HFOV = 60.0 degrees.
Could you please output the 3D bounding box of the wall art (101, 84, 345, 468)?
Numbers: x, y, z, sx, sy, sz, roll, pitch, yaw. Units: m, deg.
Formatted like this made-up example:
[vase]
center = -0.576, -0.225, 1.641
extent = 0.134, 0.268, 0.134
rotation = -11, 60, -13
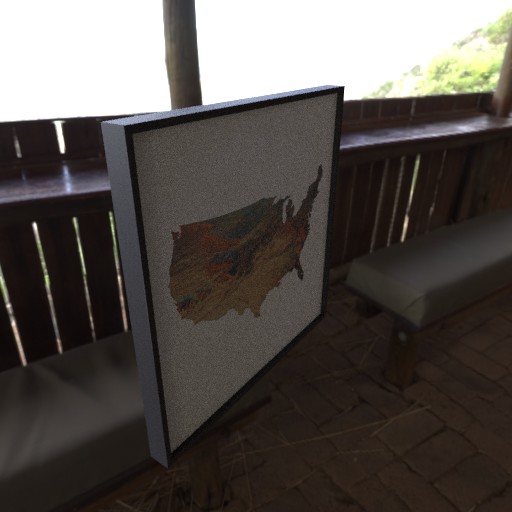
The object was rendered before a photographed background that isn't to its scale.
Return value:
[wall art]
center = 0.000, 0.000, 0.754
extent = 0.038, 0.507, 0.507
rotation = 18, 31, 32
